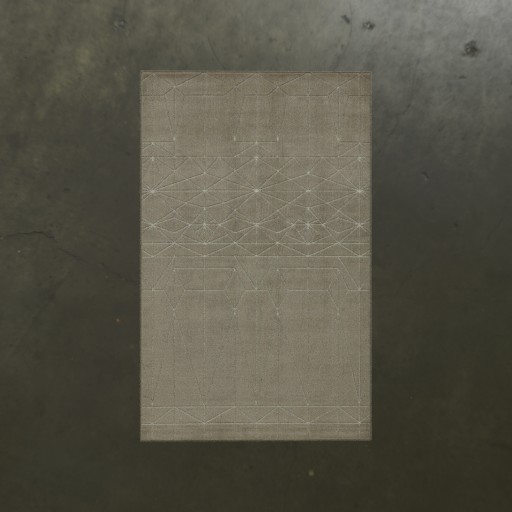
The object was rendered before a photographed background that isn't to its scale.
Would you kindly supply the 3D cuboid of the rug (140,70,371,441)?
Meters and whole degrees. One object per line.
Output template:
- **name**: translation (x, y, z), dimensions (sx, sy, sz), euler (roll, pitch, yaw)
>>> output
- **rug**: translation (0.000, 0.000, 2.923), dimensions (1.524, 0.012, 2.438), euler (0, 90, -1)
